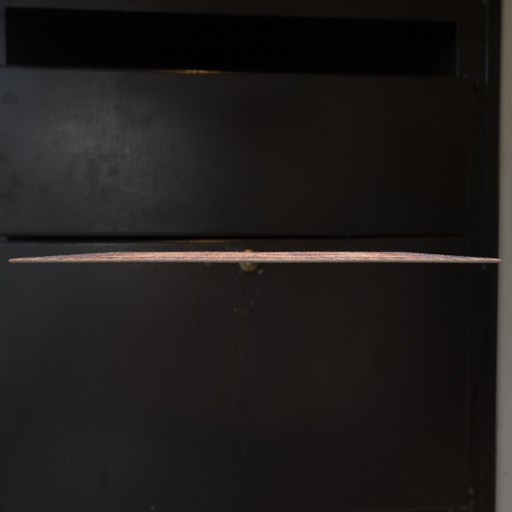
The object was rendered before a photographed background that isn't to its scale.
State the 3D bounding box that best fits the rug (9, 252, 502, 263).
[{"bbox_3d":[0.000,0.000,2.957,2.464,0.023,1.521,0,2,1],"label":"rug"}]
